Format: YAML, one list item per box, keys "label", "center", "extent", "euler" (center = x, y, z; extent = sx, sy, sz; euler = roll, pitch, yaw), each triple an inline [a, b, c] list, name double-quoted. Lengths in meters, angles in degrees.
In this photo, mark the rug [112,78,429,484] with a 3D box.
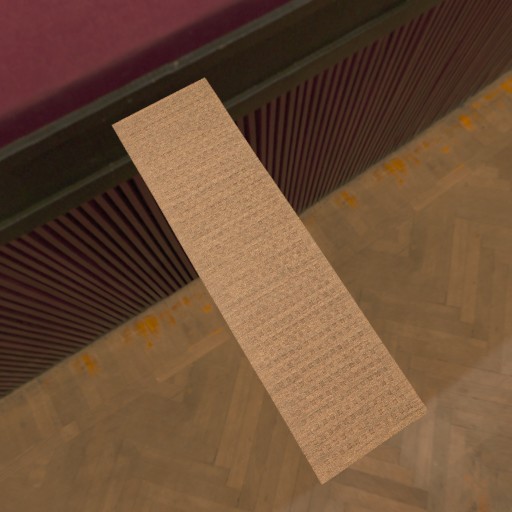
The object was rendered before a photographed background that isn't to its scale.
- label: "rug"
  center: [0.000, 0.000, 2.601]
  extent: [0.688, 0.005, 2.437]
  euler: [-30, 77, -8]
